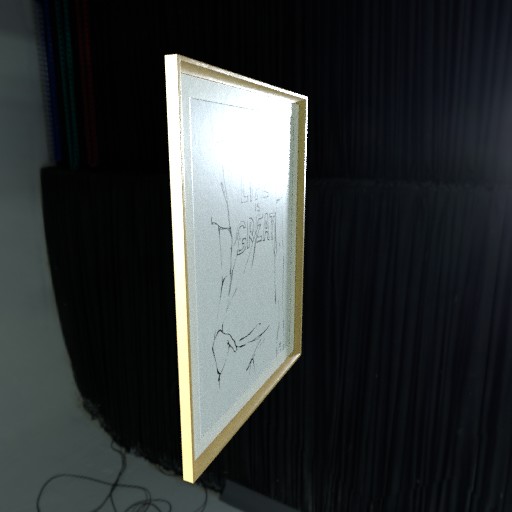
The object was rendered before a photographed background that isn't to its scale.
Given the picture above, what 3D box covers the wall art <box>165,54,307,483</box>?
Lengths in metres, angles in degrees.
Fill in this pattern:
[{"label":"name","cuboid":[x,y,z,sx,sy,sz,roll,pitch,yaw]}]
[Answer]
[{"label":"wall art","cuboid":[0.000,0.000,1.356,0.030,1.002,0.798,6,15,25]}]
